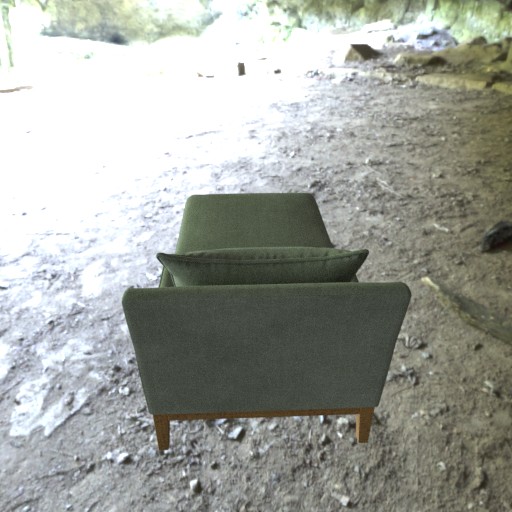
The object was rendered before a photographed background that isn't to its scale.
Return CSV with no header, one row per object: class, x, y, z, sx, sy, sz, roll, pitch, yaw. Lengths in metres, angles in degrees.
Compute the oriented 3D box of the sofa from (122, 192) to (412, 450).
sofa,0.000,0.000,2.283,0.894,0.859,1.779,-1,31,-2
